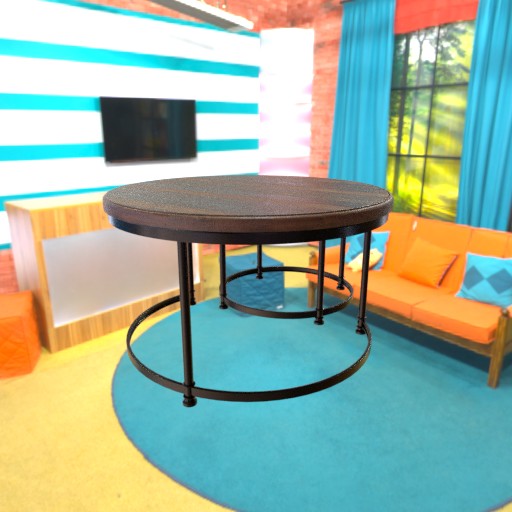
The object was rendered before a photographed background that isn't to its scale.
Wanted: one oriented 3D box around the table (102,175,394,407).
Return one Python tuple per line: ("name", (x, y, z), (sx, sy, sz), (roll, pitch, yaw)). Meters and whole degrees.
("table", (0.000, 0.000, 1.591), (0.870, 0.516, 1.152), (3, 16, 9))
